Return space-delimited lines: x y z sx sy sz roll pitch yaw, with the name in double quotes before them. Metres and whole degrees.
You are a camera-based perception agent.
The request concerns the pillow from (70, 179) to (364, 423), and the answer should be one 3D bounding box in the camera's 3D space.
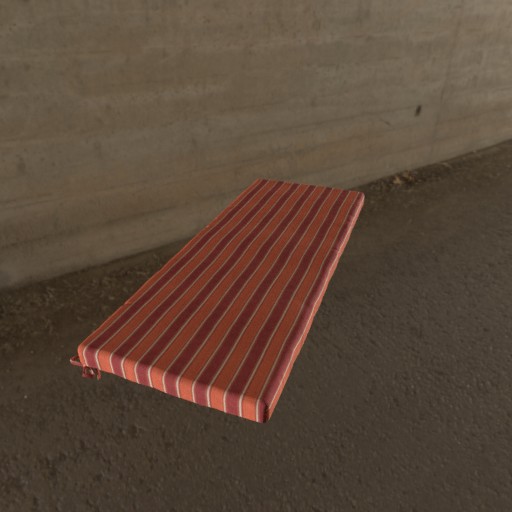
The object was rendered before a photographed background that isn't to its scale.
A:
"pillow" 0.000 0.000 1.386 0.492 0.081 1.187 11 32 18
